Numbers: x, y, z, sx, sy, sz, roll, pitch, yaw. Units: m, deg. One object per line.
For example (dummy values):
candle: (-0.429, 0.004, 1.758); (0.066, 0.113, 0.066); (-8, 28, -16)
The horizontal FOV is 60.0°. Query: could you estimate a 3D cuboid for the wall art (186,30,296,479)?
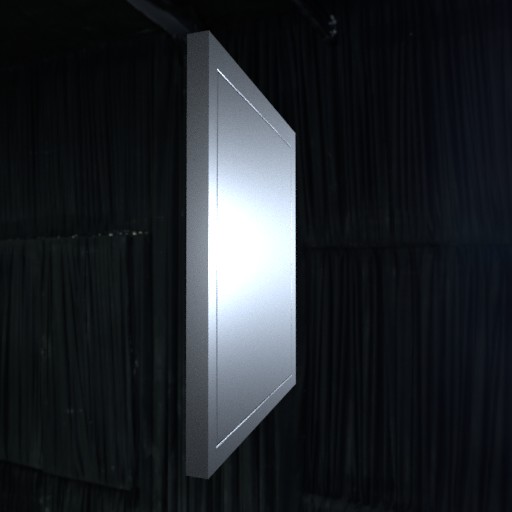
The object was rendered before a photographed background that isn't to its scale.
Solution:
wall art: (0.000, 0.000, 0.774); (0.031, 0.558, 0.461); (0, -1, 19)
